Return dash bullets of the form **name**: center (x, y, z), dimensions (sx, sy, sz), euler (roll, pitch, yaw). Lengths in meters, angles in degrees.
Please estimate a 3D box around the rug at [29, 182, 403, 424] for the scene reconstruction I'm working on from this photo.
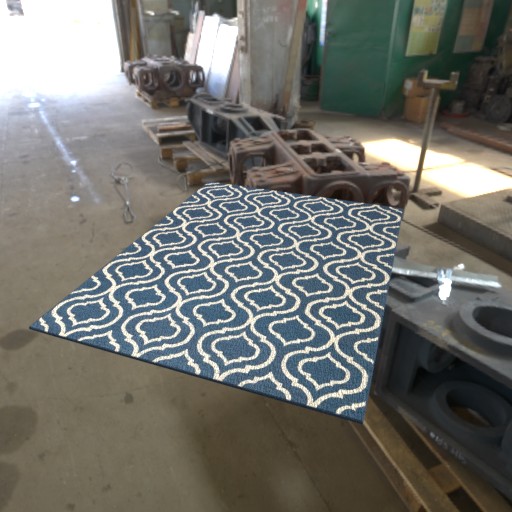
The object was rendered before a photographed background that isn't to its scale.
- **rug**: center (0.000, 0.000, 3.863), dimensions (2.270, 0.020, 2.881), euler (11, 32, 17)
